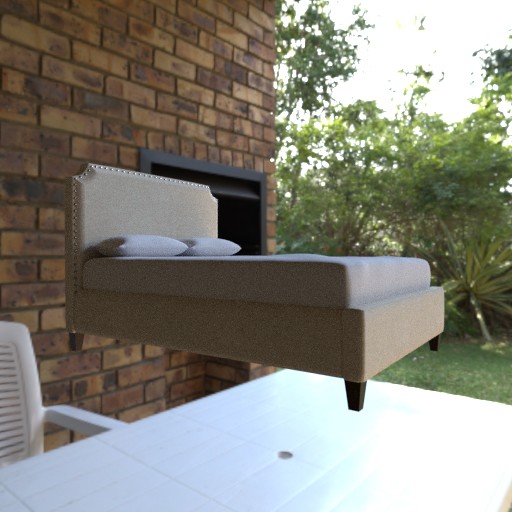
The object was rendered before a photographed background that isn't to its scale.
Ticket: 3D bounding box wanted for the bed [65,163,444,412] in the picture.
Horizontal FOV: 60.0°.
[{"bbox_3d":[0.000,0.000,3.408,2.381,1.457,1.713,0,0,35],"label":"bed"}]
